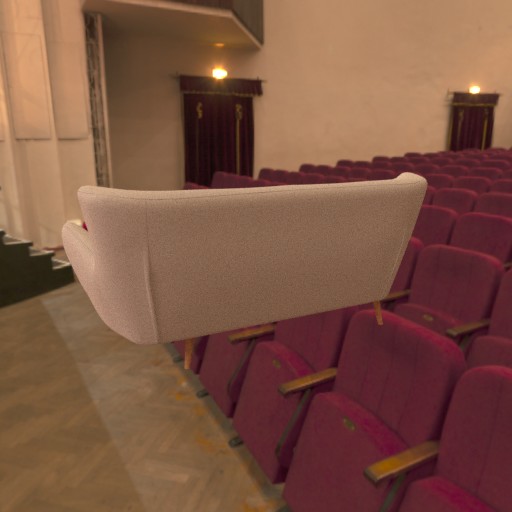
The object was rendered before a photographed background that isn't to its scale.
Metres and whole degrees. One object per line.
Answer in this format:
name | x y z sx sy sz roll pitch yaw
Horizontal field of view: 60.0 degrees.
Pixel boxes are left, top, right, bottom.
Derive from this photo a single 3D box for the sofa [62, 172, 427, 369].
sofa | 0.000 0.000 2.472 1.930 0.890 0.899 -7 16 -25
